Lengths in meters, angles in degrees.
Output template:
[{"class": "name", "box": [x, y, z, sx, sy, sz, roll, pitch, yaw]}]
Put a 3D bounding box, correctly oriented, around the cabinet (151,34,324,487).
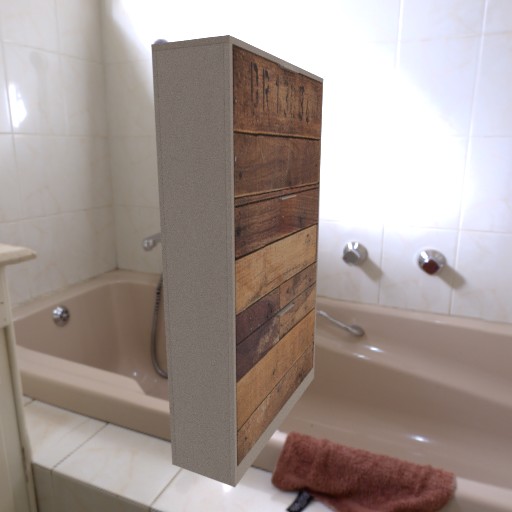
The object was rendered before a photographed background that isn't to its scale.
[{"class": "cabinet", "box": [0.000, 0.000, 1.589, 0.250, 1.280, 0.750, 6, 15, 25]}]
